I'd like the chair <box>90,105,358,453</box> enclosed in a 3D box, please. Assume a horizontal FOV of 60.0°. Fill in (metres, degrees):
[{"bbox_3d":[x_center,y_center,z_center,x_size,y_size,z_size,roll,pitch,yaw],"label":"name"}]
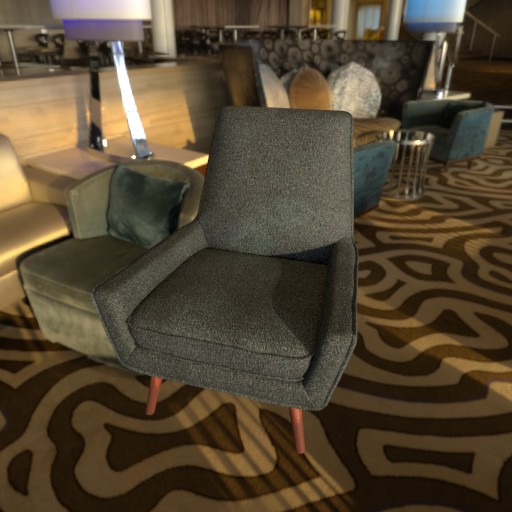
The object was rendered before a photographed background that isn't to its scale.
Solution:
[{"bbox_3d":[0.000,0.000,1.535,0.763,0.883,0.859,8,28,15],"label":"chair"}]
